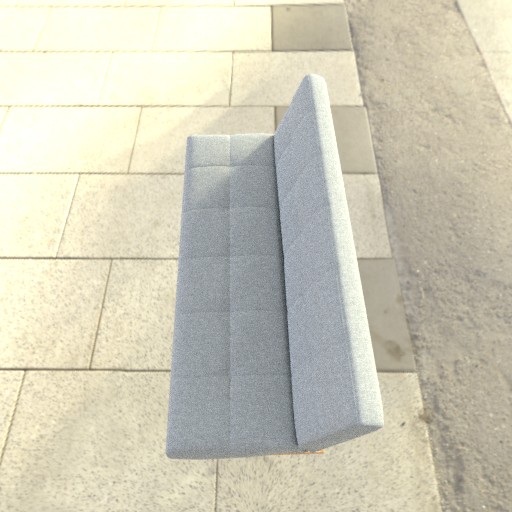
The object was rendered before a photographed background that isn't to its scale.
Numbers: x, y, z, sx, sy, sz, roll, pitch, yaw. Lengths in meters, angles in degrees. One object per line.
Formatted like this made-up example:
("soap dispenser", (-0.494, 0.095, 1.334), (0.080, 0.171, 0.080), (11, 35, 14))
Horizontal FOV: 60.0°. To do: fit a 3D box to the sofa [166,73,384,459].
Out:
("sofa", (0.000, 0.000, 2.218), (0.800, 0.800, 1.820), (-2, 59, -1))
